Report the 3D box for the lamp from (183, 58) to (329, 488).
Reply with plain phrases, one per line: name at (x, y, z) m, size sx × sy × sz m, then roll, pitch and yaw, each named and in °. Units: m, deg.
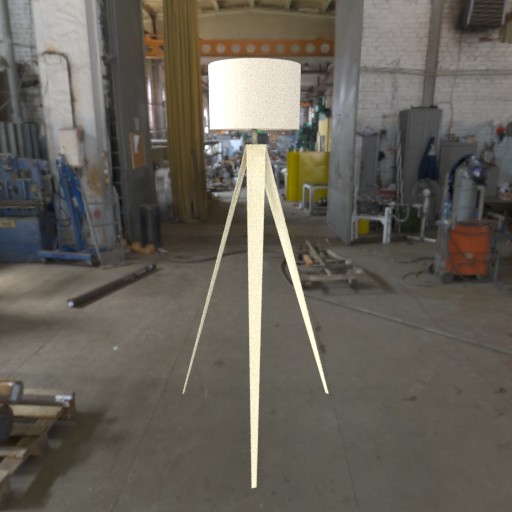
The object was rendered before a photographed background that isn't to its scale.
lamp at (0.000, 0.000, 1.942) m, size 0.716 × 1.524 × 0.724 m, roll -14°, pitch 20°, yaw -42°
